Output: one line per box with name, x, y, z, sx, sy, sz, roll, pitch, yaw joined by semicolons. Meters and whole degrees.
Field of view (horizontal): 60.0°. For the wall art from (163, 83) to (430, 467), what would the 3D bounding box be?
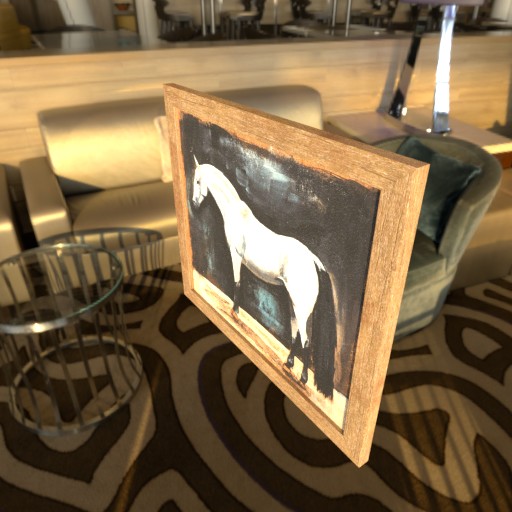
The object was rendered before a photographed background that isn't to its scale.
wall art;0.000;0.000;0.928;0.026;0.588;0.690;-21;37;-30
